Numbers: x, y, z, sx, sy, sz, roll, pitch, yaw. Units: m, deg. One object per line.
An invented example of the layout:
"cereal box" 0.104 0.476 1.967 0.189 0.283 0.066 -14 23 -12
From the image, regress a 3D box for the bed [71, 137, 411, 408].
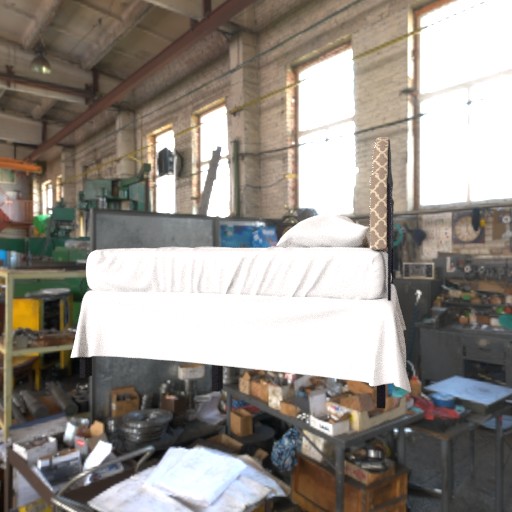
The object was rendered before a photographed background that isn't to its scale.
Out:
"bed" 0.000 0.000 3.410 2.222 1.633 1.780 0 0 18
